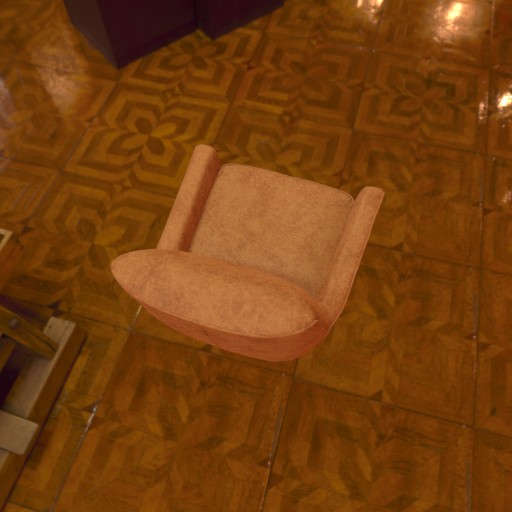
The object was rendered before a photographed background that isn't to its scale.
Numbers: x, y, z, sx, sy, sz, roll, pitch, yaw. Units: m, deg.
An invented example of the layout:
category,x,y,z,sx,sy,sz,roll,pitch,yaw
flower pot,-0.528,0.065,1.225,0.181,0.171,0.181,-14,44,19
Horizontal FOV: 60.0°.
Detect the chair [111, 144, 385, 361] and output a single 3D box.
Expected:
category,x,y,z,sx,sy,sz,roll,pitch,yaw
chair,0.000,0.000,1.539,0.753,0.883,0.851,16,62,9
